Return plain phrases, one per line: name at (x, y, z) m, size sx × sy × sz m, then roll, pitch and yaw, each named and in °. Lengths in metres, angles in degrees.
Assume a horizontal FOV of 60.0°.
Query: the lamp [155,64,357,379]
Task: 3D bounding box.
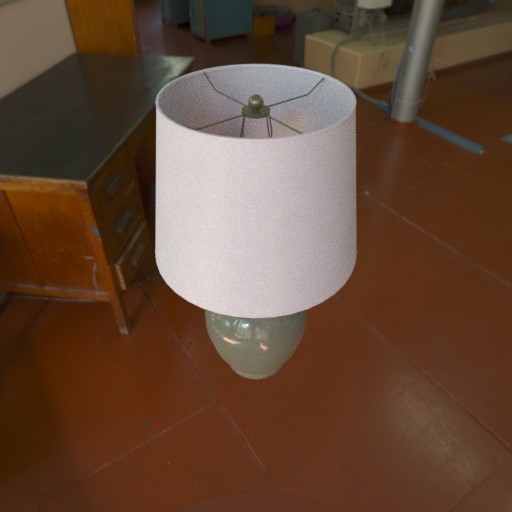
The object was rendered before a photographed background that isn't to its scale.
lamp at (0.000, 0.000, 0.549) m, size 0.239 × 0.399 × 0.239 m, roll 0°, pitch 40°, yaw 0°
